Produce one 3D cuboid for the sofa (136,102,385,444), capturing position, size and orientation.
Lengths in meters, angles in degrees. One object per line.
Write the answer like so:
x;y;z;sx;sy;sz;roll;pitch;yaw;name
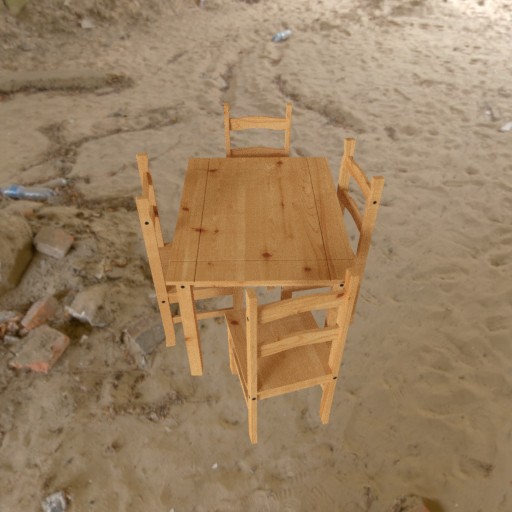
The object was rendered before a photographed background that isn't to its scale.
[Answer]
0.000;0.000;2.311;1.144;1.000;1.529;-1;42;-1;sofa
